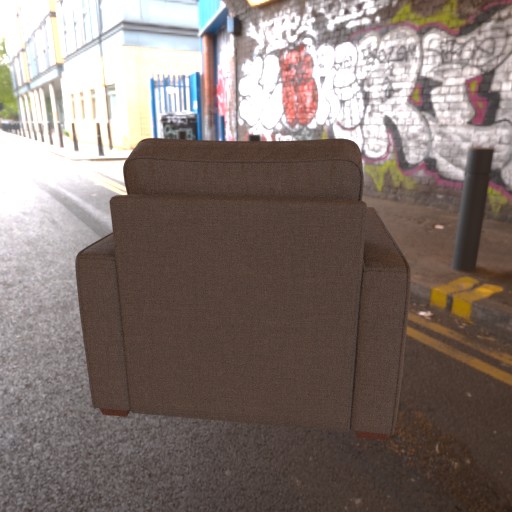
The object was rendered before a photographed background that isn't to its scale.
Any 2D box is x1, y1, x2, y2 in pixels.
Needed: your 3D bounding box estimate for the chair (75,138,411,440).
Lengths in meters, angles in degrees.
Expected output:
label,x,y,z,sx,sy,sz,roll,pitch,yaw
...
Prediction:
label,x,y,z,sx,sy,sz,roll,pitch,yaw
chair,0.000,0.000,1.735,1.017,0.919,0.940,2,17,7
